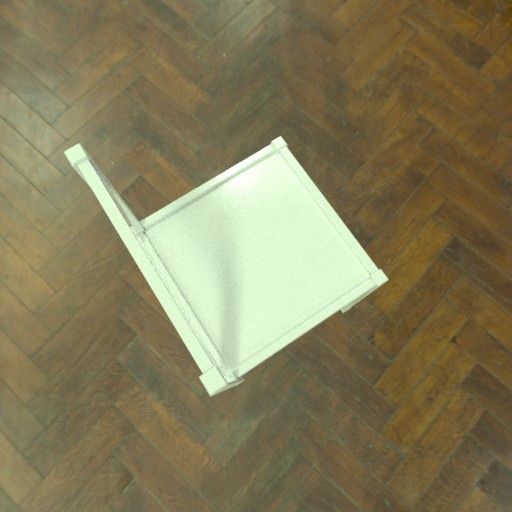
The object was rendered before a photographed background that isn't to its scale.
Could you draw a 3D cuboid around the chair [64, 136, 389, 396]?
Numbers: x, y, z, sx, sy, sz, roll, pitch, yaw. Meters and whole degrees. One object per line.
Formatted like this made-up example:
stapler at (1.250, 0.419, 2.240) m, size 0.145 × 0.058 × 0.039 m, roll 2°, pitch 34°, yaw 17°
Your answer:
chair at (0.000, 0.000, 0.680) m, size 0.285 × 0.505 × 0.285 m, roll -32°, pitch 77°, yaw -8°
